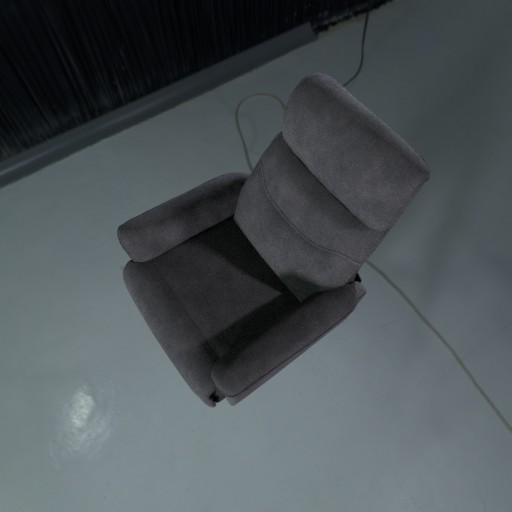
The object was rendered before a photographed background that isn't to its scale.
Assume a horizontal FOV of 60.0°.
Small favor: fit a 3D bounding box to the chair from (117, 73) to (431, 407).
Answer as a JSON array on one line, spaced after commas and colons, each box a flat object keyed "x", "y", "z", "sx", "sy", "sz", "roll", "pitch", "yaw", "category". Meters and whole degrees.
[{"x": 0.000, "y": 0.000, "z": 1.795, "sx": 1.009, "sy": 1.035, "sz": 0.830, "roll": -33, "pitch": 68, "yaw": -15, "category": "chair"}]
